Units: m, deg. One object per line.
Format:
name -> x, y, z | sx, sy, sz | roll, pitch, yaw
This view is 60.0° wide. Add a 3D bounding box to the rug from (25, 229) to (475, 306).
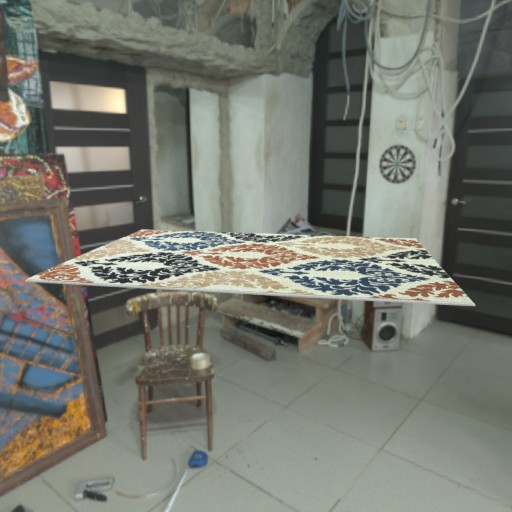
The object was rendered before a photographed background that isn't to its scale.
rug -> 0.000, 0.000, 2.914 | 2.275, 0.014, 1.514 | 2, 14, 9
